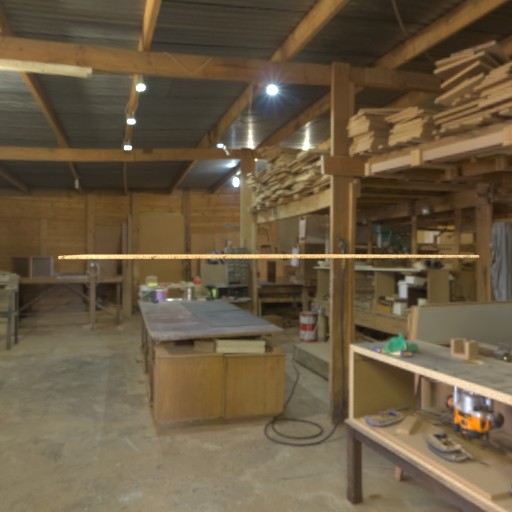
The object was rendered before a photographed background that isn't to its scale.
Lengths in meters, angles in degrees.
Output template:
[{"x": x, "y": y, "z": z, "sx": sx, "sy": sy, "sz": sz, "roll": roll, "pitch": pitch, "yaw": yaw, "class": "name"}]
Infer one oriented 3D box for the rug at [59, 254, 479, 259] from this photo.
[{"x": 0.000, "y": 0.000, "z": 3.006, "sx": 2.292, "sy": 0.014, "sz": 1.528, "roll": 0, "pitch": 0, "yaw": -18, "class": "rug"}]
